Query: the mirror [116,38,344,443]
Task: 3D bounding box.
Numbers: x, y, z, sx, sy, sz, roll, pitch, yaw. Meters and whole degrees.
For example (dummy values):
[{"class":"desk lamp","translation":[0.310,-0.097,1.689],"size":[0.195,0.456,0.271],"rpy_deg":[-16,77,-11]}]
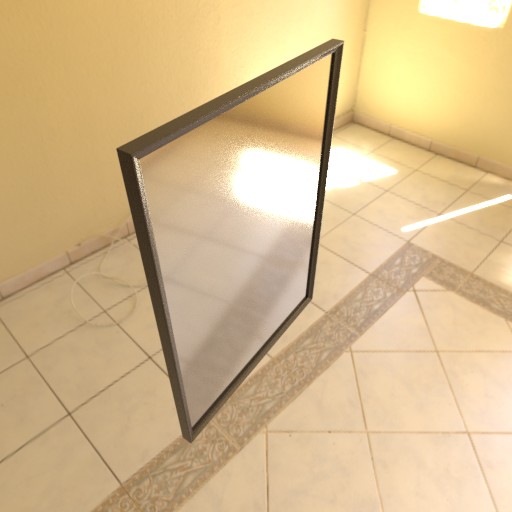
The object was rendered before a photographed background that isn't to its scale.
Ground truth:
[{"class":"mirror","translation":[0.000,0.000,1.304],"size":[0.041,1.016,0.762],"rpy_deg":[25,47,26]}]
